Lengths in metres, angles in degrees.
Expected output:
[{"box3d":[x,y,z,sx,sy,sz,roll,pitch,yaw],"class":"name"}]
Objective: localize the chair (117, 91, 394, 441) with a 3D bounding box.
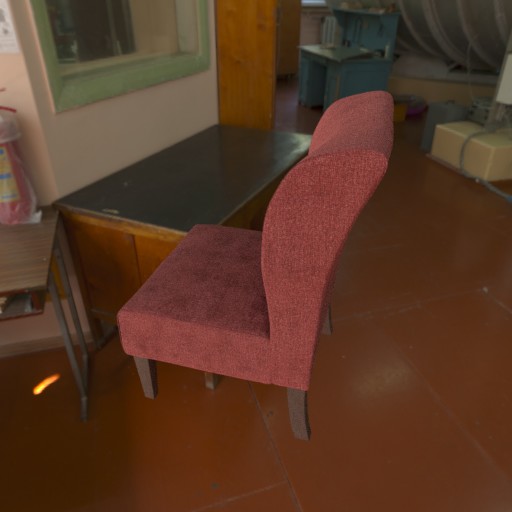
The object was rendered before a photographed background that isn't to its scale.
[{"box3d":[0.000,0.000,1.265,0.640,0.846,0.538,9,32,14],"class":"chair"}]
